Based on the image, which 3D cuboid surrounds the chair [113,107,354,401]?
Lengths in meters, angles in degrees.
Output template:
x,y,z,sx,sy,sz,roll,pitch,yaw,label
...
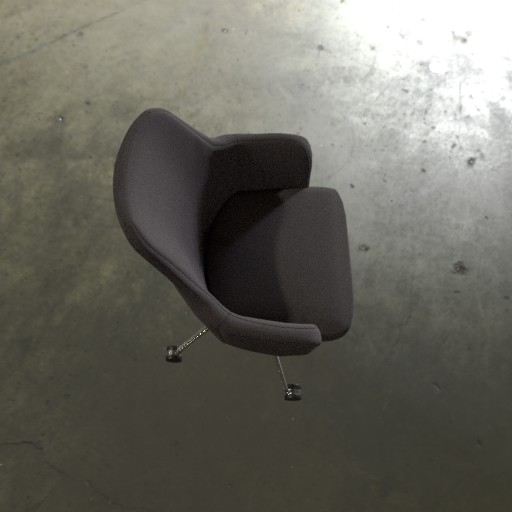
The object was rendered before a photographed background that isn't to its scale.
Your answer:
x,y,z,sx,sy,sz,roll,pitch,yaw,label
0.000,0.000,1.237,0.600,0.820,0.655,1,64,0,chair
